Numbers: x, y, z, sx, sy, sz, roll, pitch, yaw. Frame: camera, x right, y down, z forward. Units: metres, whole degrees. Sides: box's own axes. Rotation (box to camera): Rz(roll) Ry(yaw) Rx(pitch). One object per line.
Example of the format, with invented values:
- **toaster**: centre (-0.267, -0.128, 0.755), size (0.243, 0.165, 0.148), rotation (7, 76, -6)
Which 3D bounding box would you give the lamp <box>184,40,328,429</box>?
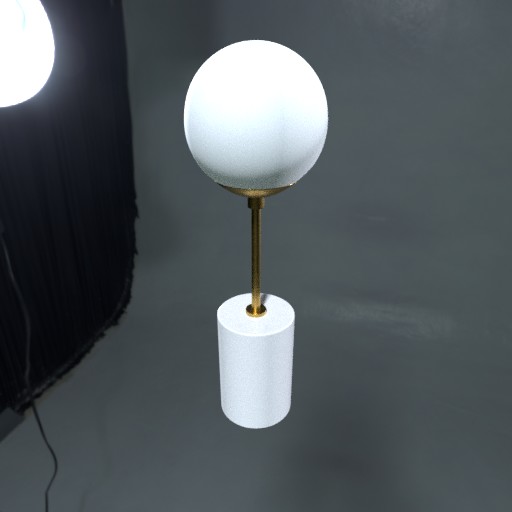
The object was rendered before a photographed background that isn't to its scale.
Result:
- **lamp**: centre (0.000, 0.000, 0.549), size (0.153, 0.480, 0.153), rotation (0, 26, 0)
